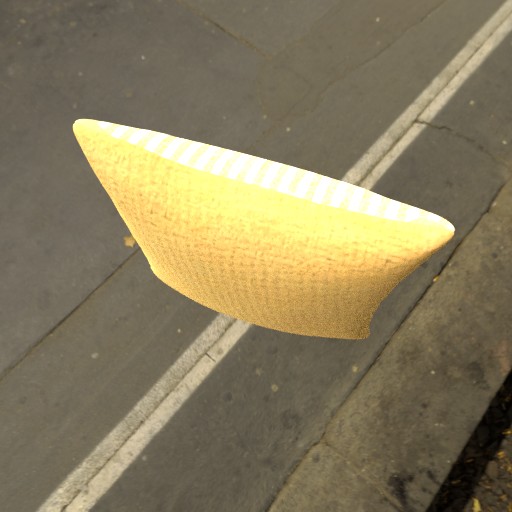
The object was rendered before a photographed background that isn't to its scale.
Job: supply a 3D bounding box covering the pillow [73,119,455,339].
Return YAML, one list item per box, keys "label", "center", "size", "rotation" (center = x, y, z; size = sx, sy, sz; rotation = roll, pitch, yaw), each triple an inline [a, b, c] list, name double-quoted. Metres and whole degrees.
- label: "pillow"
  center: [0.000, 0.000, 0.633]
  size: [0.419, 0.407, 0.173]
  rotation: [17, 67, 8]
